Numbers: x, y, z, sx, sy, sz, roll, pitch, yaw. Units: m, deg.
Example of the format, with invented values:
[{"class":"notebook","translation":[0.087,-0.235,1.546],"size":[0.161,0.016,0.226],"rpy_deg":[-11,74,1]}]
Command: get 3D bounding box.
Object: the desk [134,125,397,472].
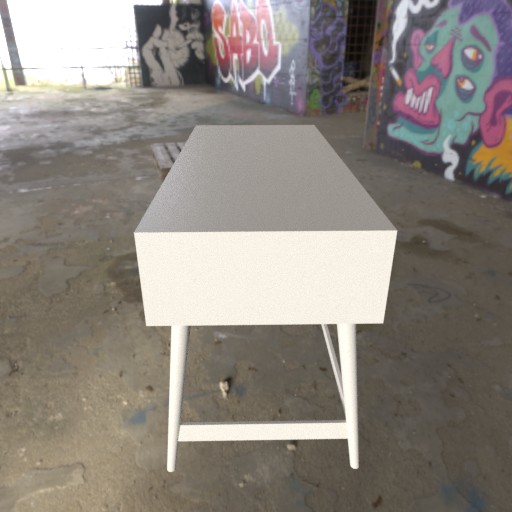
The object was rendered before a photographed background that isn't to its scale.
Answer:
[{"class":"desk","translation":[0.000,0.000,1.716],"size":[0.589,0.762,1.313],"rpy_deg":[-1,26,-1]}]
